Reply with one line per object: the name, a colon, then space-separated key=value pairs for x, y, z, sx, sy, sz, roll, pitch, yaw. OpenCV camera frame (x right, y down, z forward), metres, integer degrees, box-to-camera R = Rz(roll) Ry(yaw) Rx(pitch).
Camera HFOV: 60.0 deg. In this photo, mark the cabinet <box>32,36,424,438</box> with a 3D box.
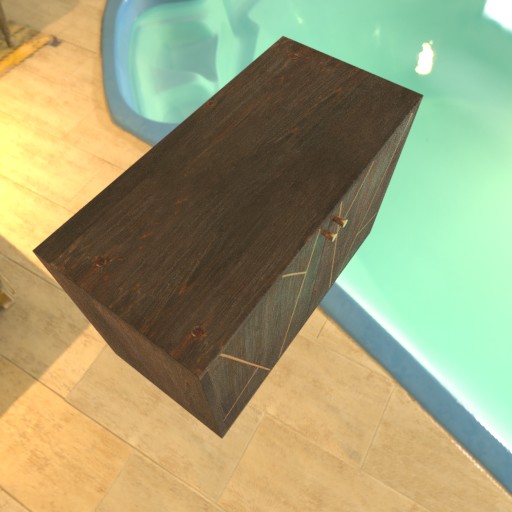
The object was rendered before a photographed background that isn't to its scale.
cabinet: x=0.000 y=0.000 z=1.531 sx=0.529 sy=0.897 sz=1.023 roll=32 pitch=64 yaw=18
